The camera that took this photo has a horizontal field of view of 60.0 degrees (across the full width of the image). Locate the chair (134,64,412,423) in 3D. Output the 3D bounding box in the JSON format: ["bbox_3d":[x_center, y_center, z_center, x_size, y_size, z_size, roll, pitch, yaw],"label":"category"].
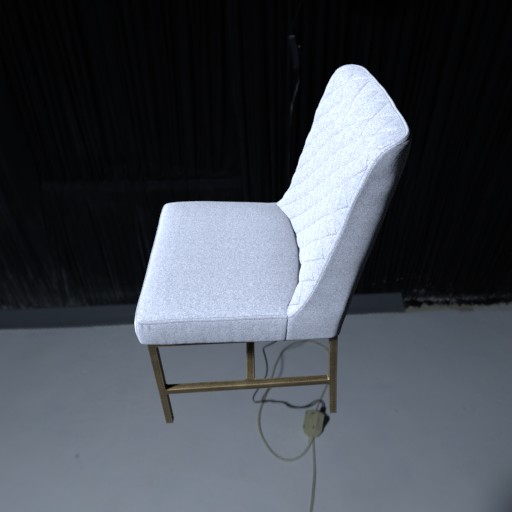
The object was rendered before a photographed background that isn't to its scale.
[{"bbox_3d":[0.000,0.000,1.220,0.587,0.889,0.508,-1,40,-1],"label":"chair"}]
